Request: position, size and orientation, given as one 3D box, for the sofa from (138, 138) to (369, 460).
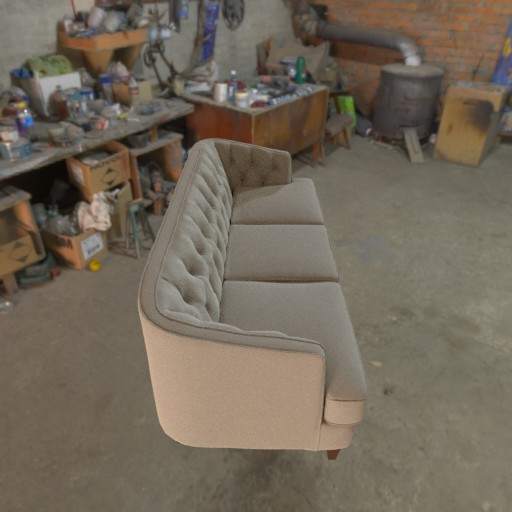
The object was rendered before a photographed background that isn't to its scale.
[{"bbox_3d":[0.000,0.000,2.706,0.941,0.855,2.278,0,32,0],"label":"sofa"}]
